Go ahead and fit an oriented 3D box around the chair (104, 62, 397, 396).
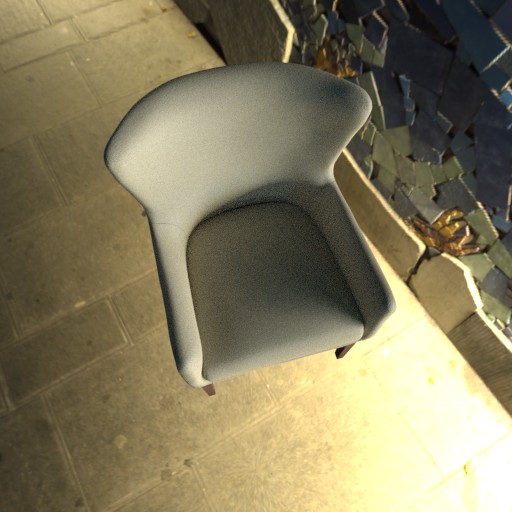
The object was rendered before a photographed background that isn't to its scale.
[{"bbox_3d":[0.000,0.000,1.419,0.660,0.952,0.686,-14,65,-7],"label":"chair"}]
